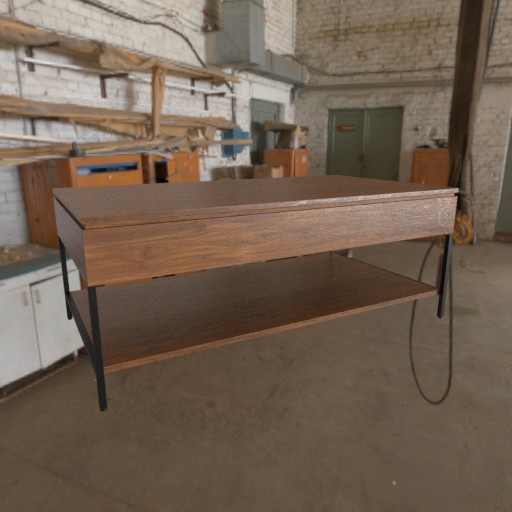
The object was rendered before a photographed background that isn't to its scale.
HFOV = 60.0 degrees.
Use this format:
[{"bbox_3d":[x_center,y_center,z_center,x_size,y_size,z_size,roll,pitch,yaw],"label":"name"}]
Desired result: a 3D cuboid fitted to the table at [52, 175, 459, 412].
[{"bbox_3d":[0.000,0.000,1.364,1.057,0.414,0.574,-8,17,-28],"label":"table"}]
